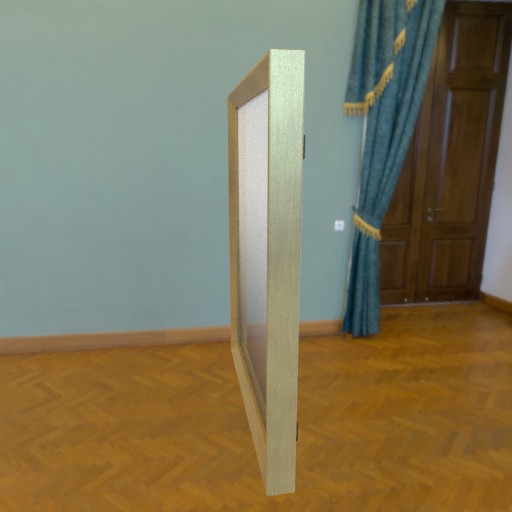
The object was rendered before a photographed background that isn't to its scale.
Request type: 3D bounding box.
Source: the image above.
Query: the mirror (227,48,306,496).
[{"bbox_3d":[0.000,0.000,0.682,0.041,0.509,0.406,-2,14,-9],"label":"mirror"}]
